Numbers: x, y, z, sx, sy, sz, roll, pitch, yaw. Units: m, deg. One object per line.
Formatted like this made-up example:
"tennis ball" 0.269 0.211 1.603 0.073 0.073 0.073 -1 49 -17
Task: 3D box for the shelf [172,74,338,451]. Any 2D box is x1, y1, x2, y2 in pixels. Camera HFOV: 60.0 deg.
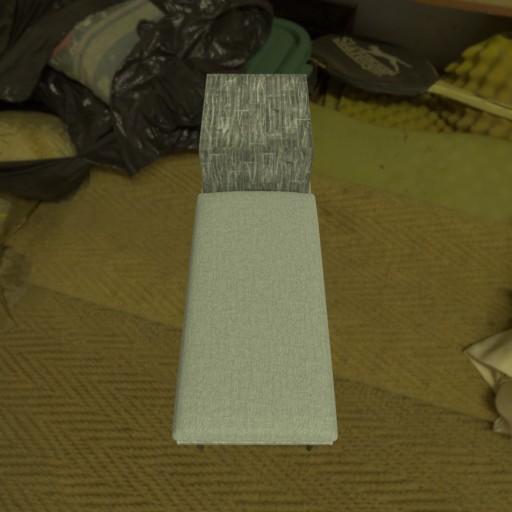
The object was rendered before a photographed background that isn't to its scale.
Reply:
"shelf" 0.000 0.000 1.654 0.457 0.633 1.342 0 56 0
